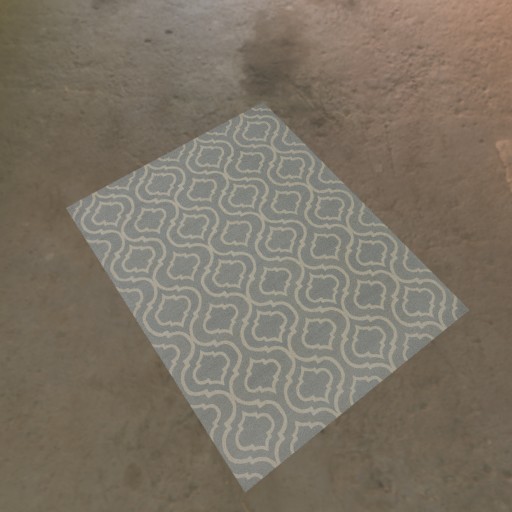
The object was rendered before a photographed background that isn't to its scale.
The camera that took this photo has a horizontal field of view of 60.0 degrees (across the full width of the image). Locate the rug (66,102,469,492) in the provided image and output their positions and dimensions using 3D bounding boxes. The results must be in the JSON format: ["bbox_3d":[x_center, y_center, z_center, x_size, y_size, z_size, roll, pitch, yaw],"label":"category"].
[{"bbox_3d":[0.000,0.000,3.912,2.283,0.006,2.892,-33,68,-15],"label":"rug"}]
